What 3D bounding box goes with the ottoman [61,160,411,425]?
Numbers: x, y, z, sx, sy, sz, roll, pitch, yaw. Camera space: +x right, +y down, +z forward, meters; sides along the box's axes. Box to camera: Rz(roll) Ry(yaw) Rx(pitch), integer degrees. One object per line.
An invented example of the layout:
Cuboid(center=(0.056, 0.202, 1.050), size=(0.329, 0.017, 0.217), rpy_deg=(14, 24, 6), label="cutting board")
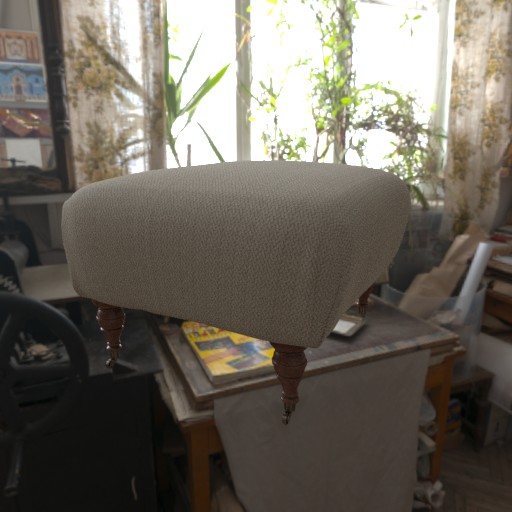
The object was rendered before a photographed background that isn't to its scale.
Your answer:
Cuboid(center=(0.000, 0.000, 1.084), size=(0.622, 0.447, 0.684), rpy_deg=(8, 17, 27), label="ottoman")
